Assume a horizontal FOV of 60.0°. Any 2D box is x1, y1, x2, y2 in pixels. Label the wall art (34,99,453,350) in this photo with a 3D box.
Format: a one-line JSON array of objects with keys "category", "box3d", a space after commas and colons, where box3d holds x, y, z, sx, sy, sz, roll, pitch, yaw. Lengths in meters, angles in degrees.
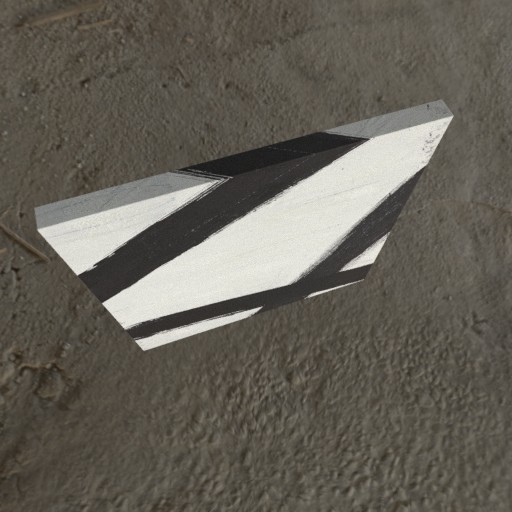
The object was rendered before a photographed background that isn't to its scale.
[{"category": "wall art", "box3d": [0.000, 0.000, 1.124, 0.765, 0.765, 0.046, -17, 65, -8]}]
